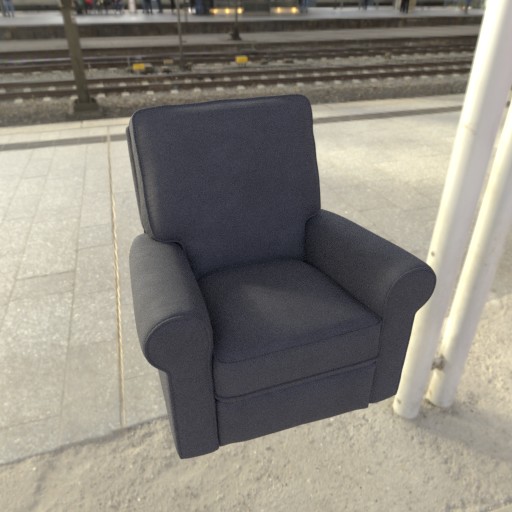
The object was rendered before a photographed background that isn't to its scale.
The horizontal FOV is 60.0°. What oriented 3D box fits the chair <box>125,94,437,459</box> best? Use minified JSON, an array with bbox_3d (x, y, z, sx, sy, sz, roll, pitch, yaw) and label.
[{"bbox_3d":[0.000,0.000,1.574,0.890,0.961,0.878,-10,32,-16],"label":"chair"}]
